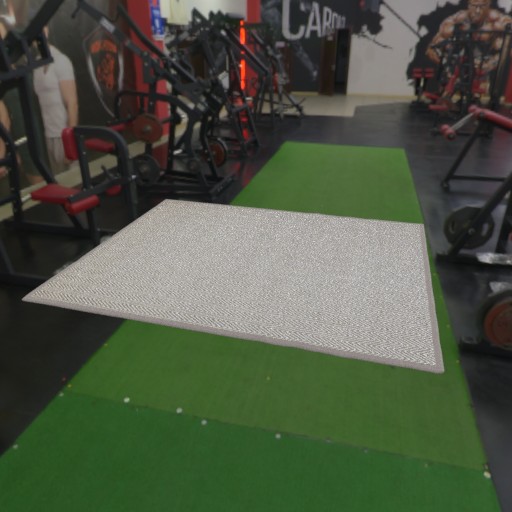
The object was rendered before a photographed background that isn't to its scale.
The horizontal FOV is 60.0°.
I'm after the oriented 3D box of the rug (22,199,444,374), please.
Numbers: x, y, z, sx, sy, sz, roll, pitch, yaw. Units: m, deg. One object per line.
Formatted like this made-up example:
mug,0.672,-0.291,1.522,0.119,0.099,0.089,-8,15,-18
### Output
rug,0.000,0.000,4.030,3.007,0.032,2.434,7,27,14
